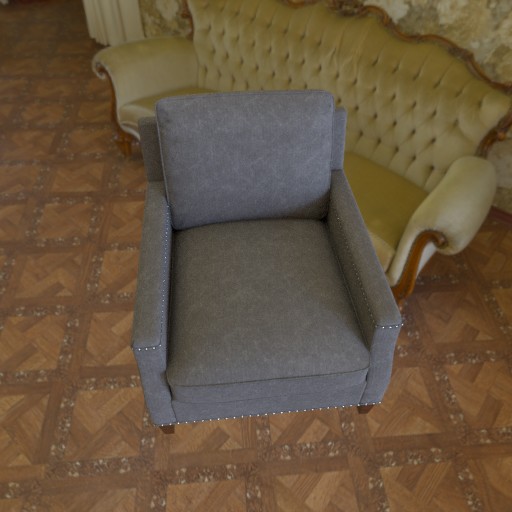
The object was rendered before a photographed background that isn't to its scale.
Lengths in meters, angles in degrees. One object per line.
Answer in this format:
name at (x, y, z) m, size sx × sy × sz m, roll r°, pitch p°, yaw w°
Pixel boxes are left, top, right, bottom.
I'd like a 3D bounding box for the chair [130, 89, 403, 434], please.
chair at (0.000, 0.000, 1.700) m, size 0.853 × 0.948 × 1.014 m, roll -4°, pitch 47°, yaw -4°
